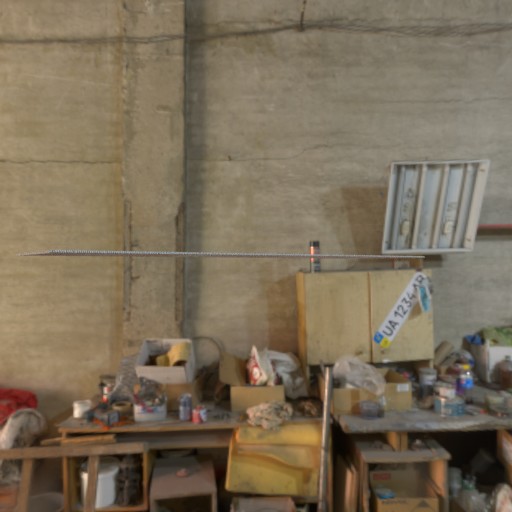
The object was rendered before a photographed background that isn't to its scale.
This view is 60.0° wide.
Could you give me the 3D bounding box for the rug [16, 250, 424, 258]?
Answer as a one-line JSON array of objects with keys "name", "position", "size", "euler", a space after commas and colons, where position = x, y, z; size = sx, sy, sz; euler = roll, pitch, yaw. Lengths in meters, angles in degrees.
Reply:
[{"name": "rug", "position": [0.000, 0.000, 2.485], "size": [2.294, 0.011, 0.666], "euler": [1, -1, -37]}]
